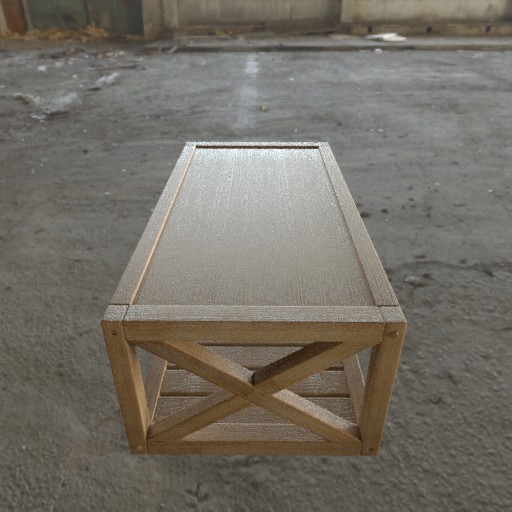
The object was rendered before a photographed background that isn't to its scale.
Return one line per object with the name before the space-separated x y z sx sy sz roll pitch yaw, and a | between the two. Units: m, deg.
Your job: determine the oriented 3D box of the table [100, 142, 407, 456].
table | 0.000 0.000 1.626 0.660 0.457 1.321 0 31 0
